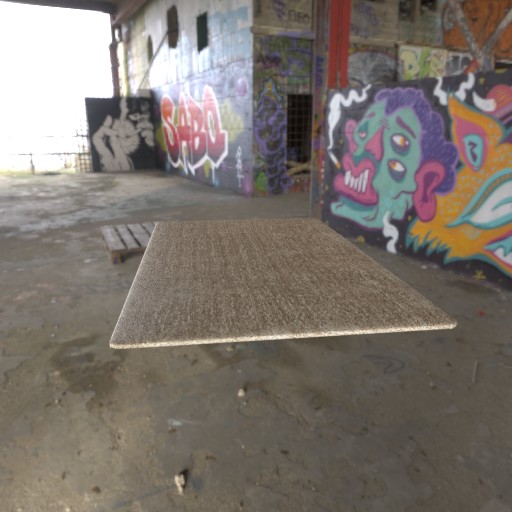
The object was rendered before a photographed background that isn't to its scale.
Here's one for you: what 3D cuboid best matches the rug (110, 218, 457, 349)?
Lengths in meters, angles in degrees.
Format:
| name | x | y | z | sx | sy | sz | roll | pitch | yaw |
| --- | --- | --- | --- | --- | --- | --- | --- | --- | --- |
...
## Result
| name | x | y | z | sx | sy | sz | roll | pitch | yaw |
| --- | --- | --- | --- | --- | --- | --- | --- | --- | --- |
| rug | 0.000 | 0.000 | 3.059 | 1.539 | 0.024 | 2.469 | -2 | 16 | -7 |
